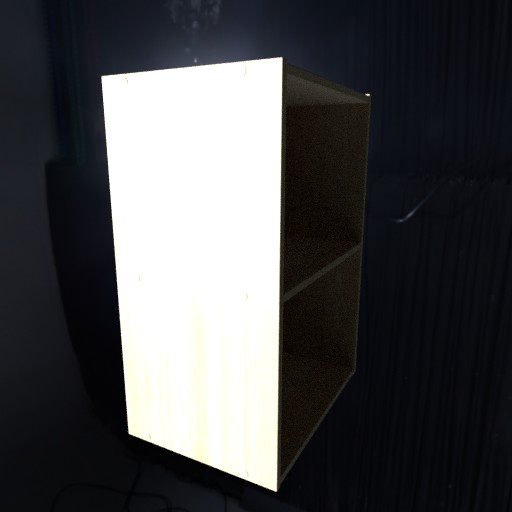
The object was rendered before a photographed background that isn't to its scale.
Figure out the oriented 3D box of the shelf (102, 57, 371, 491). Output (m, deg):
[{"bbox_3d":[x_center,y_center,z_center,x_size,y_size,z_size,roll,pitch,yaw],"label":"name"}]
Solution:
[{"bbox_3d":[0.000,0.000,0.823,0.290,0.592,0.414,7,15,27],"label":"shelf"}]
